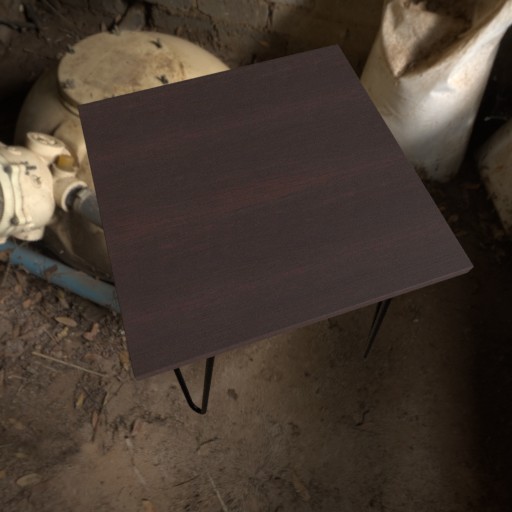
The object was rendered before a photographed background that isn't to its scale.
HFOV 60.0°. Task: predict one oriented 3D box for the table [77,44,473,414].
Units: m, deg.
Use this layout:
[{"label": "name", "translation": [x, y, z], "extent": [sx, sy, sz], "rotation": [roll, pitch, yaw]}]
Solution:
[{"label": "table", "translation": [0.000, 0.000, 0.958], "extent": [0.495, 0.559, 0.495], "rotation": [-17, 65, -8]}]
